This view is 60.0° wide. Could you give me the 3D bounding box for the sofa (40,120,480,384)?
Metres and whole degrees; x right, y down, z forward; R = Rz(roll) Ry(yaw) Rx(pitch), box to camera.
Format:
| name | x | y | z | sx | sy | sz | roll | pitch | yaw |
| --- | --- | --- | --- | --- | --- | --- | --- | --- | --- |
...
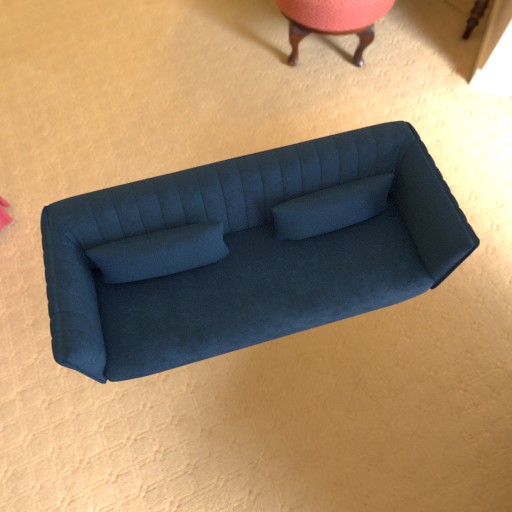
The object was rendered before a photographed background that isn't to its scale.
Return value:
| name | x | y | z | sx | sy | sz | roll | pitch | yaw |
| --- | --- | --- | --- | --- | --- | --- | --- | --- | --- |
| sofa | 0.000 | 0.000 | 2.538 | 2.136 | 0.793 | 0.896 | -15 | 66 | -7 |
